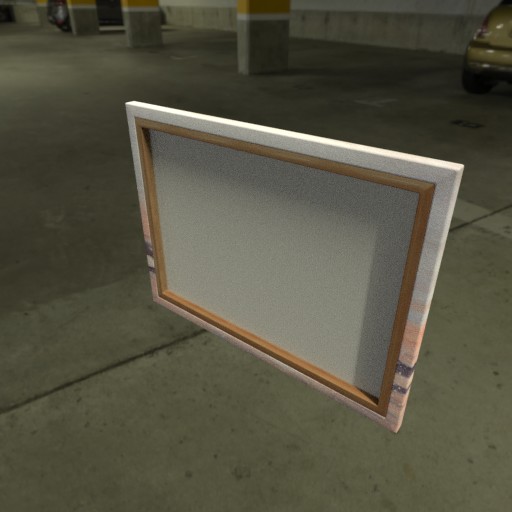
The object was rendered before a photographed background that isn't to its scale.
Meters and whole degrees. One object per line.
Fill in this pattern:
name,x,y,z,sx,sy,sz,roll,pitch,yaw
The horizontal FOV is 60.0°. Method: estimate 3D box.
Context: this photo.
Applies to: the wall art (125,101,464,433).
wall art,0.000,0.000,1.320,1.015,0.763,0.038,21,36,32
